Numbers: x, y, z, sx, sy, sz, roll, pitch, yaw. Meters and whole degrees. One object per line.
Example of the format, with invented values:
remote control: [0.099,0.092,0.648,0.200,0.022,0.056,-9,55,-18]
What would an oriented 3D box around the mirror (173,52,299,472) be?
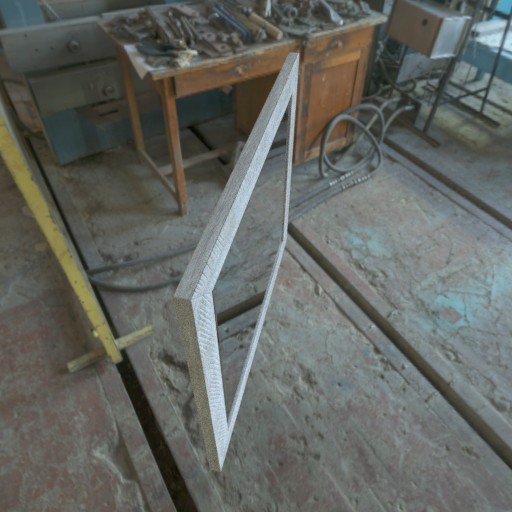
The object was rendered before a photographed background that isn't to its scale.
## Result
mirror: [0.000,0.000,1.126,0.028,0.689,0.839,10,47,10]
